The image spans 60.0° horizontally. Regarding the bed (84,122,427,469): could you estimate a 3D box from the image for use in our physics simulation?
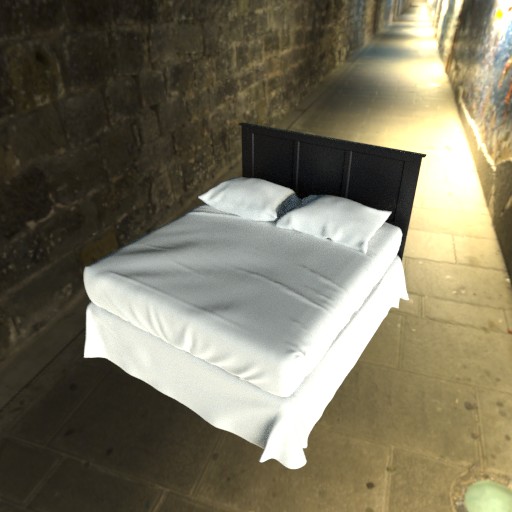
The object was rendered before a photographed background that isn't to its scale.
[{"bbox_3d":[0.000,0.000,3.232,1.870,1.270,2.050,19,36,28],"label":"bed"}]
